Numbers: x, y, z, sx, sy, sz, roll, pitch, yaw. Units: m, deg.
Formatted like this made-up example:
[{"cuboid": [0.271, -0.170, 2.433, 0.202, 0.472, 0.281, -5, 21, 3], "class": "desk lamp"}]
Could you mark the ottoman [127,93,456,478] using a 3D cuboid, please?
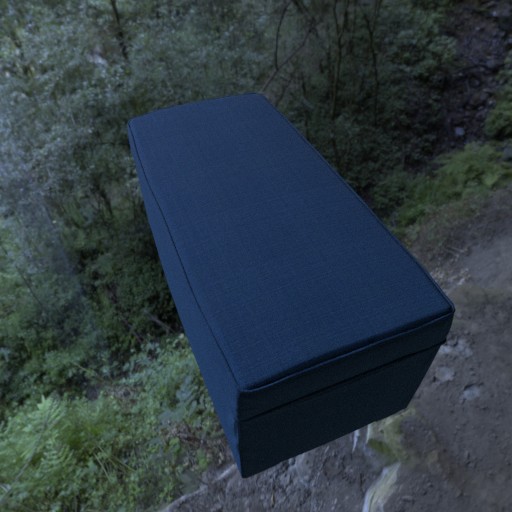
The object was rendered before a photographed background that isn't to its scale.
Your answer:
[{"cuboid": [0.000, 0.000, 1.195, 0.474, 0.474, 0.943, -16, 48, -15], "class": "ottoman"}]
